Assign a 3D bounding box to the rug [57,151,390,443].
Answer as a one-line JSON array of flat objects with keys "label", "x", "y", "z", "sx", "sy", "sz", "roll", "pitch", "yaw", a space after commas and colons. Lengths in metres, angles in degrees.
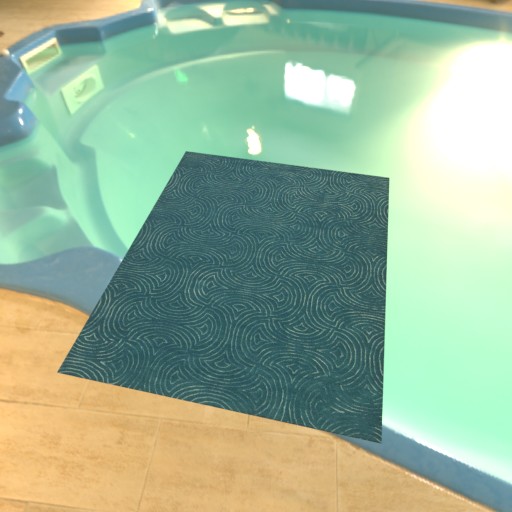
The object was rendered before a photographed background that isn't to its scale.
[{"label": "rug", "x": 0.000, "y": 0.000, "z": 4.209, "sx": 2.432, "sy": 0.012, "sz": 3.033, "roll": 9, "pitch": 48, "yaw": 9}]
